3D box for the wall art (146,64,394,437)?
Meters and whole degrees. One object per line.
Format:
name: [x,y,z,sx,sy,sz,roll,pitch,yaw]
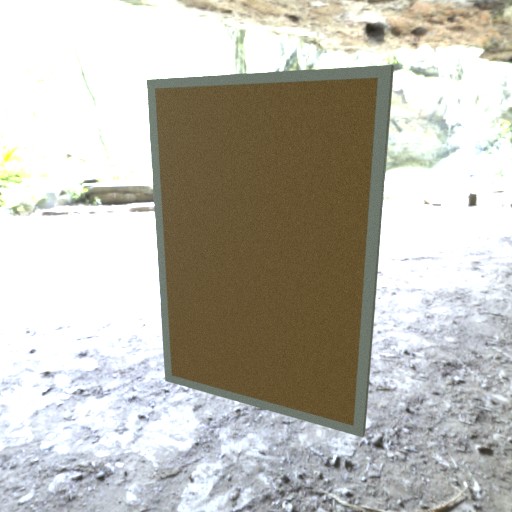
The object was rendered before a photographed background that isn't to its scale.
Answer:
wall art: [0.000,0.000,0.564,0.303,0.433,0.013,7,17,24]
